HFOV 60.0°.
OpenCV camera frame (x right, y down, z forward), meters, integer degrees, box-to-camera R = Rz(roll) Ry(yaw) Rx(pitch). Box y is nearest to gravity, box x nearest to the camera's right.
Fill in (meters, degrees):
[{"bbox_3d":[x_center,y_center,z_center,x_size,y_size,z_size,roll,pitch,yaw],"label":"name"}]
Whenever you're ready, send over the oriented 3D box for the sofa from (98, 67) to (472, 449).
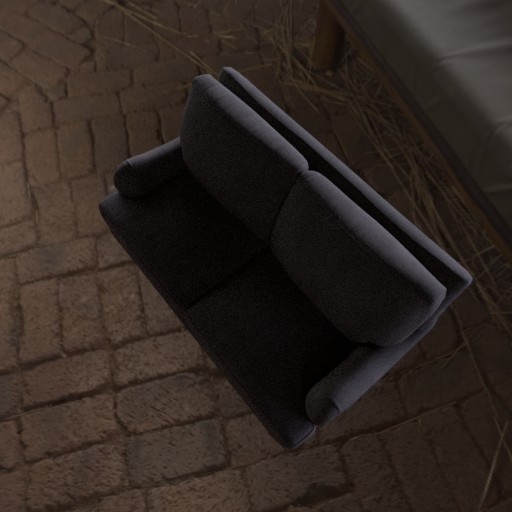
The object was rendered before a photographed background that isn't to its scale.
[{"bbox_3d":[0.000,0.000,2.536,1.084,1.101,1.853,-37,69,-17],"label":"sofa"}]
